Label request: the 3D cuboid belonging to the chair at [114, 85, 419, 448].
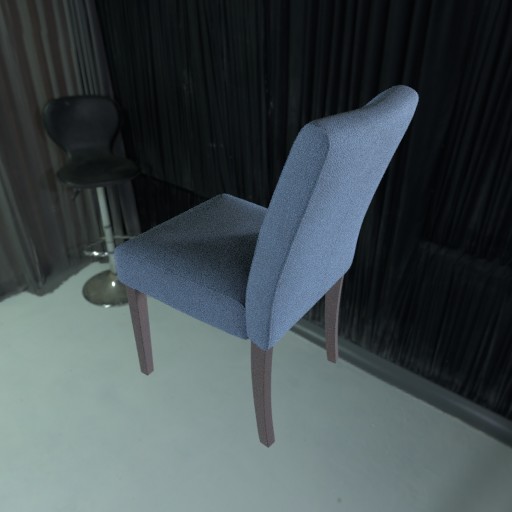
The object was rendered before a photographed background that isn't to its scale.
[{"bbox_3d":[0.000,0.000,1.212,0.629,0.882,0.487,20,36,30],"label":"chair"}]
